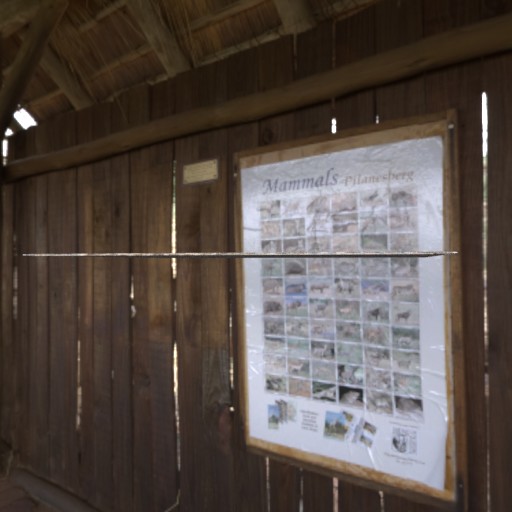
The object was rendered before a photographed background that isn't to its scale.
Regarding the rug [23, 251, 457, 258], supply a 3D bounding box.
[{"bbox_3d":[0.000,0.000,4.314,3.291,0.017,2.431,0,-1,17],"label":"rug"}]
